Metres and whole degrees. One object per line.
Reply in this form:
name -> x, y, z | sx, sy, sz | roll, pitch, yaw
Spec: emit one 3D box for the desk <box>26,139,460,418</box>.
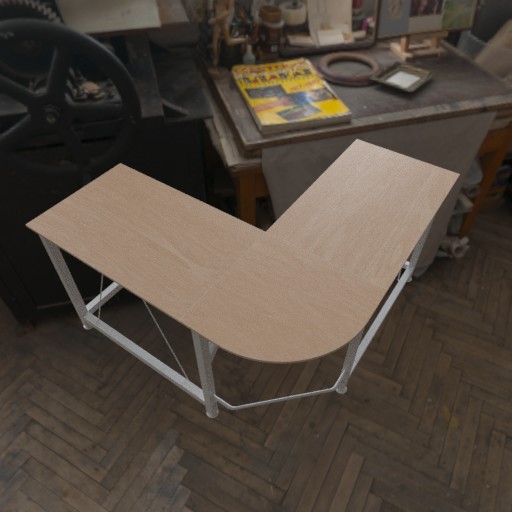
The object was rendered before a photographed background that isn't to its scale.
desk -> 0.000, 0.000, 2.271 | 1.400, 0.762, 1.400 | 27, 52, 23
